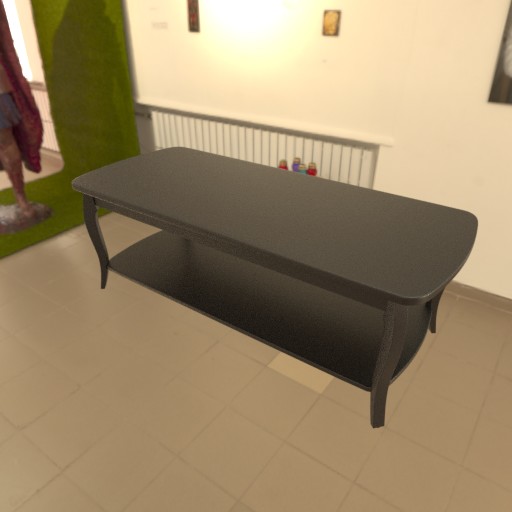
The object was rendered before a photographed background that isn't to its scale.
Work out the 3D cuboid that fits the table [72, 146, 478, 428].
[{"bbox_3d":[0.000,0.000,1.581,1.333,0.457,0.571,20,35,30],"label":"table"}]
